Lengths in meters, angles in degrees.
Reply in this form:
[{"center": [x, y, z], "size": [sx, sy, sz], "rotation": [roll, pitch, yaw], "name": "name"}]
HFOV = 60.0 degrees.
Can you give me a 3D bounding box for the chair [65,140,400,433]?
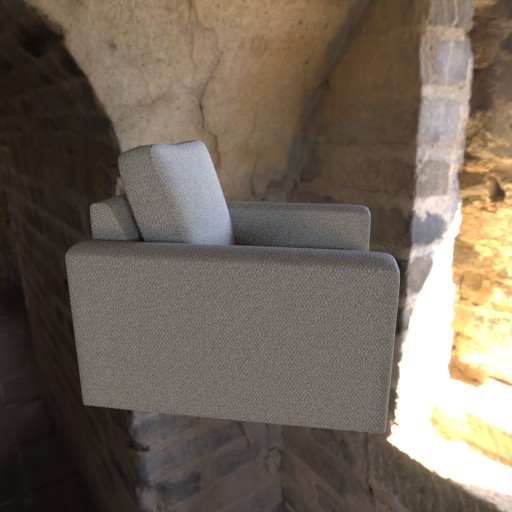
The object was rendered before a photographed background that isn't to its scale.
[{"center": [0.000, 0.000, 1.757], "size": [1.016, 0.873, 1.005], "rotation": [2, 16, 8], "name": "chair"}]
